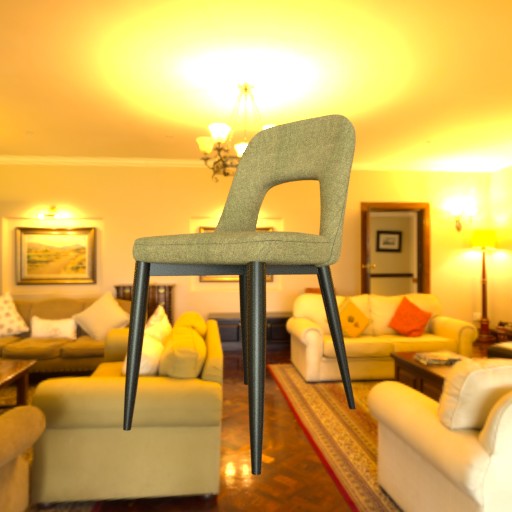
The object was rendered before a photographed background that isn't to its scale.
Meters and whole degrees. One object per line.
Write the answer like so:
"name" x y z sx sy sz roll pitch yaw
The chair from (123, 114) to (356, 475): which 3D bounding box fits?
"chair" 0.000 0.000 1.290 0.470 0.931 0.612 0 0 35
